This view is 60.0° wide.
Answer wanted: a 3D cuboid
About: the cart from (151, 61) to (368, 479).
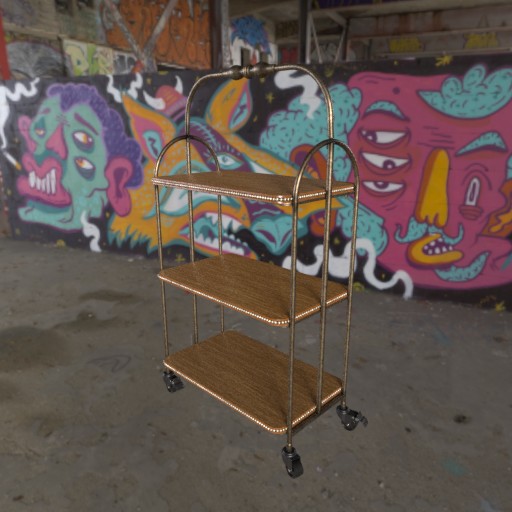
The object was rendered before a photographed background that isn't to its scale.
[{"bbox_3d":[0.000,0.000,1.304,0.650,1.052,0.330,15,22,42],"label":"cart"}]
